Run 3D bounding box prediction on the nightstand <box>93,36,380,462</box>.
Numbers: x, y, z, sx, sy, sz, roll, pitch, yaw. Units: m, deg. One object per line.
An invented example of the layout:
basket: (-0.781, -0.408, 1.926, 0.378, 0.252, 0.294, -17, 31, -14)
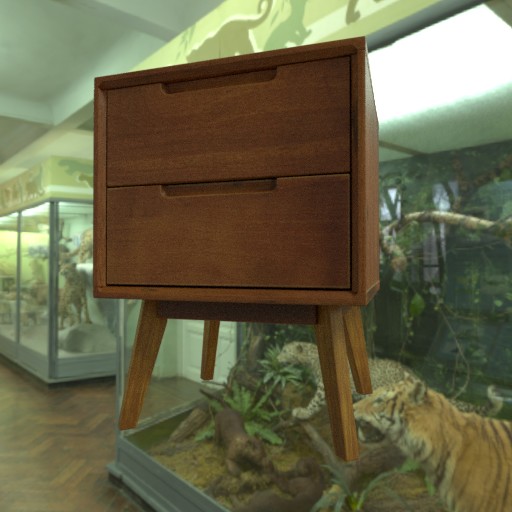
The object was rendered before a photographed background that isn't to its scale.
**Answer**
nightstand: (0.000, 0.000, 0.890, 0.460, 0.618, 0.411, 0, -1, 18)
